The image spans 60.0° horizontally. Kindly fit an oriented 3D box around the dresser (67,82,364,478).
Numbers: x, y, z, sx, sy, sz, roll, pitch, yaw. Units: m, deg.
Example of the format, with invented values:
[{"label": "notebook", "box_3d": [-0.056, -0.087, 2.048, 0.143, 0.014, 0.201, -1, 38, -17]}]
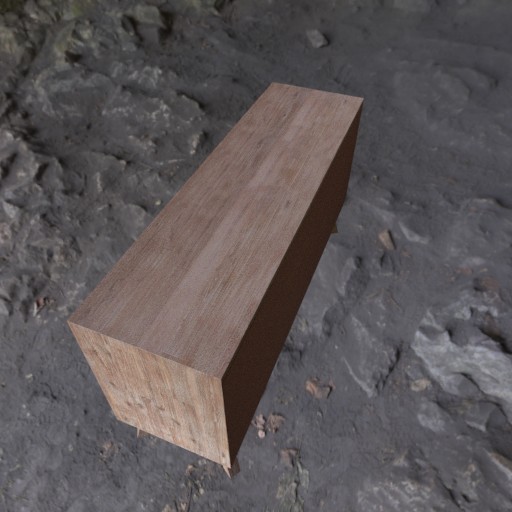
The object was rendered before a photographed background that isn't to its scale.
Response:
[{"label": "dresser", "box_3d": [0.000, 0.000, 1.909, 0.455, 0.805, 1.554, 16, 48, 15]}]
